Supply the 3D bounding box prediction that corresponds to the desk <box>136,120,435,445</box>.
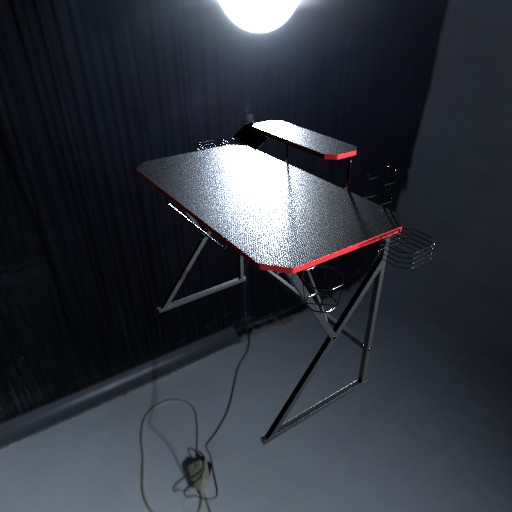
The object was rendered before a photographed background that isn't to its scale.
[{"bbox_3d":[0.000,0.000,1.794,0.588,0.913,1.280,-19,36,-29],"label":"desk"}]
